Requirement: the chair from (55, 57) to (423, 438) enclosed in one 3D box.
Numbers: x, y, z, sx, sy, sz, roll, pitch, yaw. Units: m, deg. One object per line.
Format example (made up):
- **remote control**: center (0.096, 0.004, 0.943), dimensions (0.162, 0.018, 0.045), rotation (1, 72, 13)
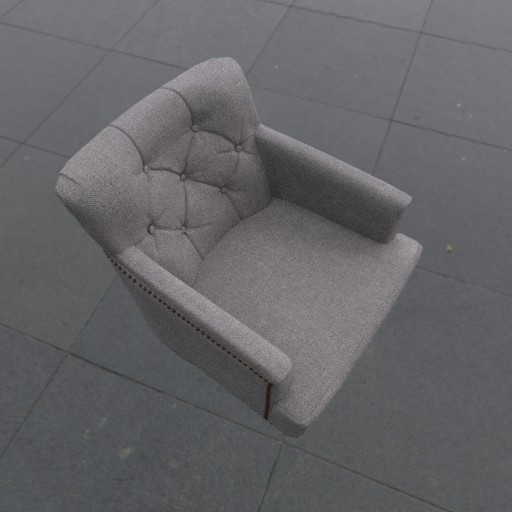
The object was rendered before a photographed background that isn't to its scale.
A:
- **chair**: center (0.000, 0.000, 1.471), dimensions (0.902, 0.823, 0.737), rotation (32, 63, 19)
